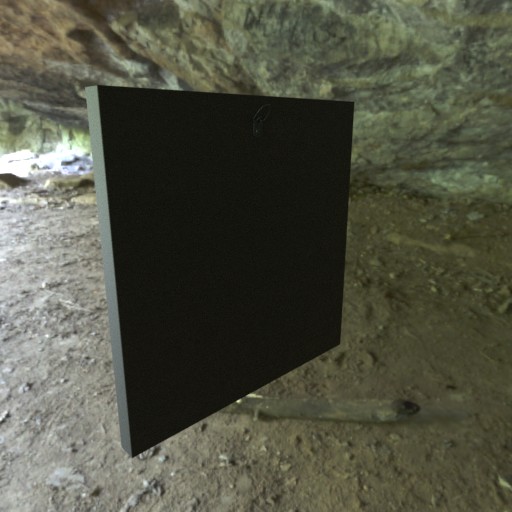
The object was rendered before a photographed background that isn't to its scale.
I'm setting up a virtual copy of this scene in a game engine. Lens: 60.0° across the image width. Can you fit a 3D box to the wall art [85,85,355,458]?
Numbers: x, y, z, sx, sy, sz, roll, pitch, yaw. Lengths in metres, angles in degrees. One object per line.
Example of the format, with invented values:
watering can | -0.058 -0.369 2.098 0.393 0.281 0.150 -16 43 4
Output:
wall art | 0.000 0.000 0.512 0.349 0.349 0.038 -15 22 -42
